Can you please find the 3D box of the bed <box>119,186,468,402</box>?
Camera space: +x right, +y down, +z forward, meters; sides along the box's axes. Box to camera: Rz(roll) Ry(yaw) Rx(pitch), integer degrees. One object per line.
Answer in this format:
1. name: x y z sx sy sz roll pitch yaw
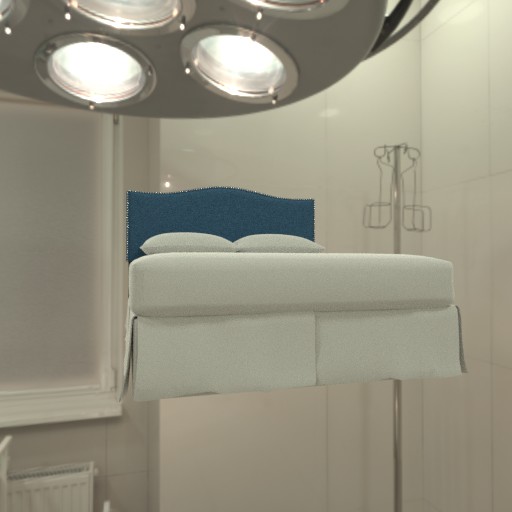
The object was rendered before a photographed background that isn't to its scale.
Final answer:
1. bed: 0.000 0.000 2.786 1.610 1.169 1.872 0 -1 -16
